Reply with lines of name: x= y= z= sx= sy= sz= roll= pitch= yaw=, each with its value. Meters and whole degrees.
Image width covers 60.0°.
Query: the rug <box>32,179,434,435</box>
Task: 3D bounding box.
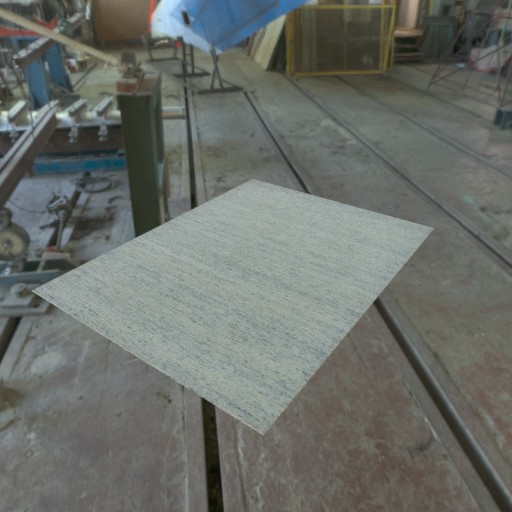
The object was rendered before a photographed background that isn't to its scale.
rug: x=0.000 y=0.000 z=4.301 sx=2.438 sy=0.006 sz=3.197 roll=21 pitch=37 yaw=30
